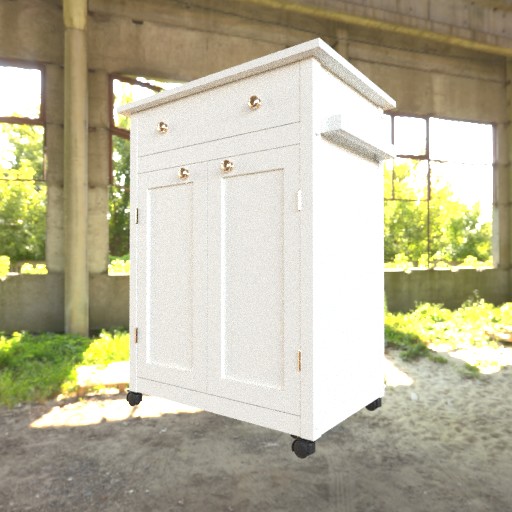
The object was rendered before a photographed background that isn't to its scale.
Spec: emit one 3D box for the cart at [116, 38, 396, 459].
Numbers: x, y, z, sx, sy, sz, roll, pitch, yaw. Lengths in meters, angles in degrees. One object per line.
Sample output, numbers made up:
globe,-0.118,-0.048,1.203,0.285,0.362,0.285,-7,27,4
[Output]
cart,0.000,0.000,1.251,0.683,0.864,0.442,-1,-1,37
